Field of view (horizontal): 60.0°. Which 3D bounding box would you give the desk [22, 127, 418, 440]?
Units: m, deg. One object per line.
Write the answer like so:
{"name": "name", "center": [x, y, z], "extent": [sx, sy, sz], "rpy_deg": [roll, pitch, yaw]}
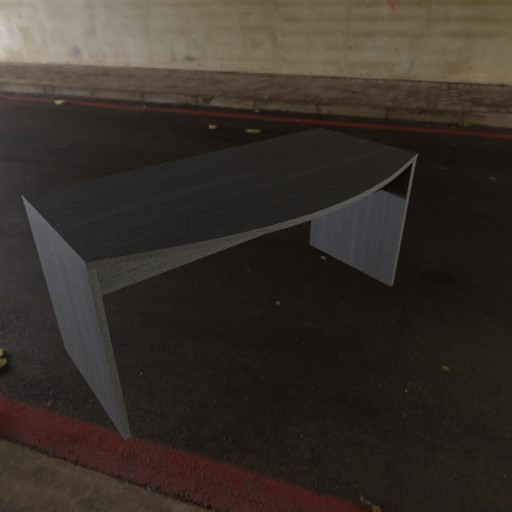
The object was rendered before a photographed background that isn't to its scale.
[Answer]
{"name": "desk", "center": [0.000, 0.000, 2.008], "extent": [1.600, 0.750, 0.802], "rpy_deg": [-22, 37, -33]}
